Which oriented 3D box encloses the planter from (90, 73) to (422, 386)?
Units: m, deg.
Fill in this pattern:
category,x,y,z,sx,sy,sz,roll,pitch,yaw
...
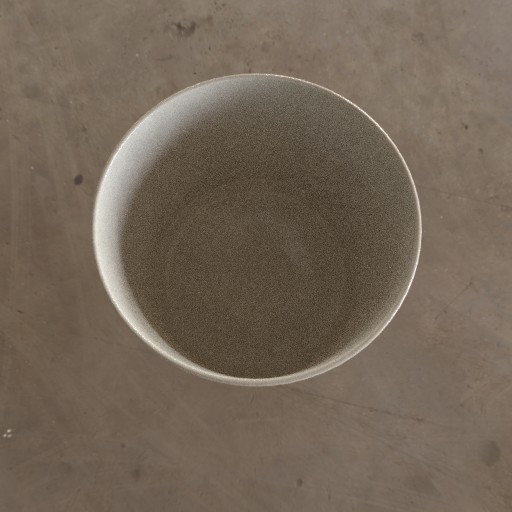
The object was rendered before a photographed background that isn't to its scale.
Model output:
category,x,y,z,sx,sy,sz,roll,pitch,yaw
planter,0.000,0.000,0.450,0.250,0.239,0.250,0,75,0
